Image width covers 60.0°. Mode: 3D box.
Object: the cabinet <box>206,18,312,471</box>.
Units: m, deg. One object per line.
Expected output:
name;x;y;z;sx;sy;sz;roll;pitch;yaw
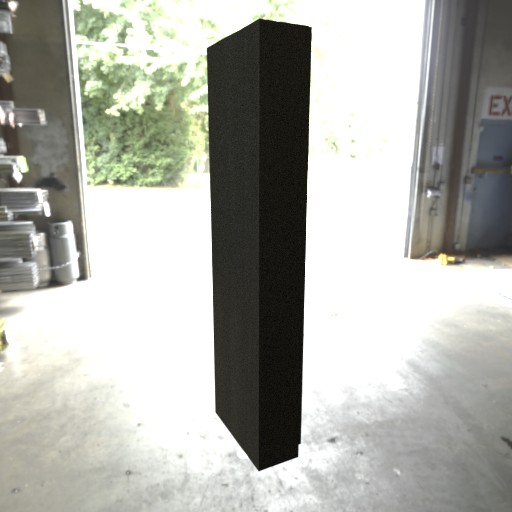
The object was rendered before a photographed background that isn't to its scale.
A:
cabinet;0.000;0.000;1.980;0.230;1.790;0.500;-7;15;-26
